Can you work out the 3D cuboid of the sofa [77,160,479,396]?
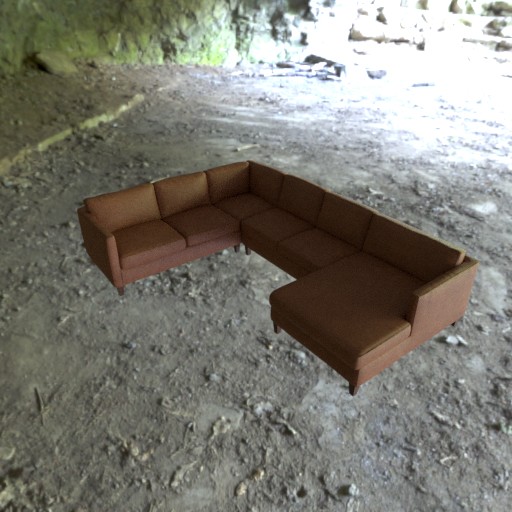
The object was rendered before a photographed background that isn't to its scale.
[{"bbox_3d":[0.000,0.000,4.678,2.593,0.923,3.460,-21,37,-32],"label":"sofa"}]
